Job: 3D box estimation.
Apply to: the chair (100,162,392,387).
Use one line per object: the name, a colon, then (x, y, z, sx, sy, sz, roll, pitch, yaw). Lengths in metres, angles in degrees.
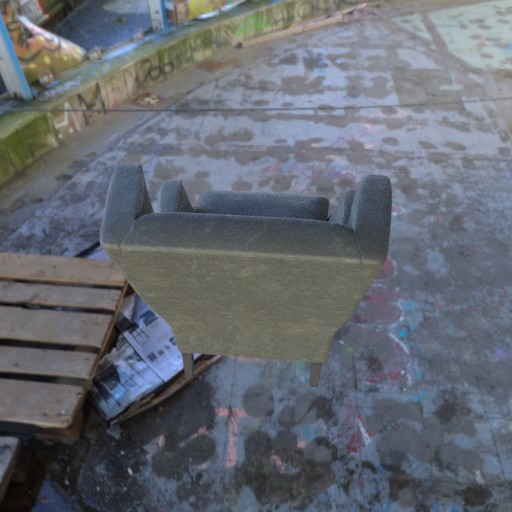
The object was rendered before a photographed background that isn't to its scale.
chair: (0.000, 0.000, 1.682, 0.853, 1.016, 0.926, 3, 45, 3)
